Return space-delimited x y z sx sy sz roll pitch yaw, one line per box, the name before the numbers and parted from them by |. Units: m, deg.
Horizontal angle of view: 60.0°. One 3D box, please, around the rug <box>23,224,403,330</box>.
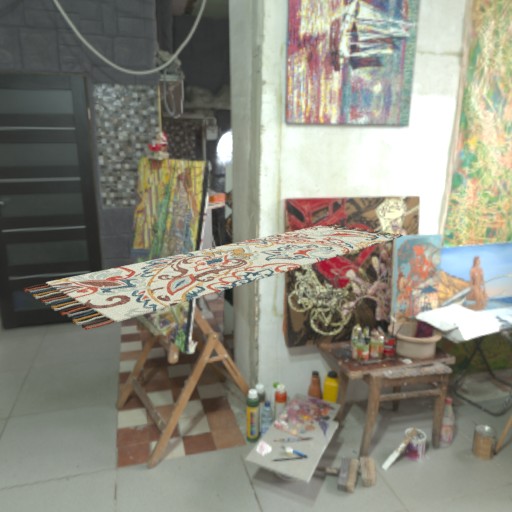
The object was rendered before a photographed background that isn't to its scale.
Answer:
rug | 0.000 0.000 2.953 0.763 0.015 2.682 13 19 43
